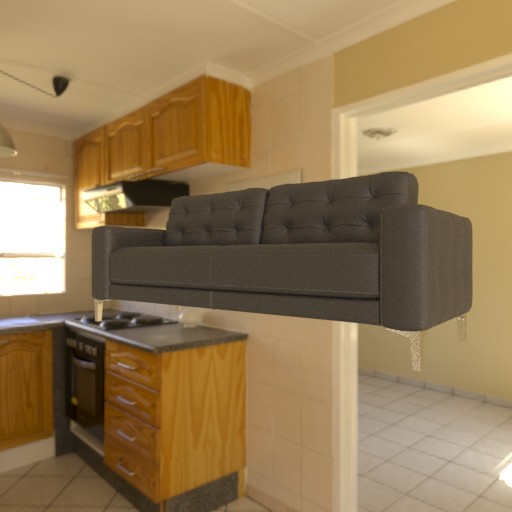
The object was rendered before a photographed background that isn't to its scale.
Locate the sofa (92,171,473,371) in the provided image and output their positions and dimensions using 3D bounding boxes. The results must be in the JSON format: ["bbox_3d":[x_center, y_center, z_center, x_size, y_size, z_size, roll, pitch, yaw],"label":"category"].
[{"bbox_3d":[0.000,0.000,2.688,2.275,0.893,0.833,0,0,37],"label":"sofa"}]
